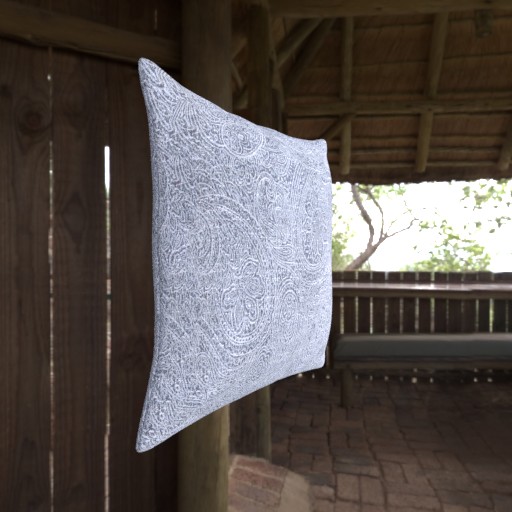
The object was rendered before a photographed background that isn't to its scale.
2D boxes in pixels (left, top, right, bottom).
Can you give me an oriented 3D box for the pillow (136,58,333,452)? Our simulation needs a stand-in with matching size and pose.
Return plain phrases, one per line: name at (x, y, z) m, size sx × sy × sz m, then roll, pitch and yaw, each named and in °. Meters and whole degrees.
pillow at (0.000, 0.000, 0.782) m, size 0.166 × 0.510 × 0.523 m, roll 0°, pitch 1°, yaw 36°
